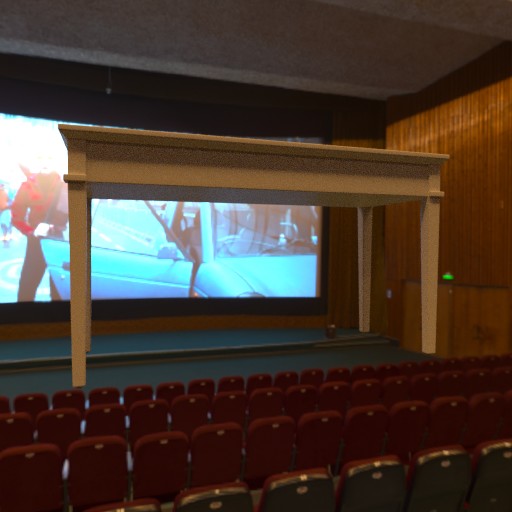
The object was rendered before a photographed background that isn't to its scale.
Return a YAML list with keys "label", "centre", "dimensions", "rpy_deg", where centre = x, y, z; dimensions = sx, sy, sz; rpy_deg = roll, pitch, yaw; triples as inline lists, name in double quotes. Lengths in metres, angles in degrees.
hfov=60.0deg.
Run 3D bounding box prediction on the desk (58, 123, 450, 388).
- label: "desk"
  centre: [0.000, 0.000, 1.747]
  dimensions: [1.372, 0.774, 0.559]
  rpy_deg: [0, 1, -19]
